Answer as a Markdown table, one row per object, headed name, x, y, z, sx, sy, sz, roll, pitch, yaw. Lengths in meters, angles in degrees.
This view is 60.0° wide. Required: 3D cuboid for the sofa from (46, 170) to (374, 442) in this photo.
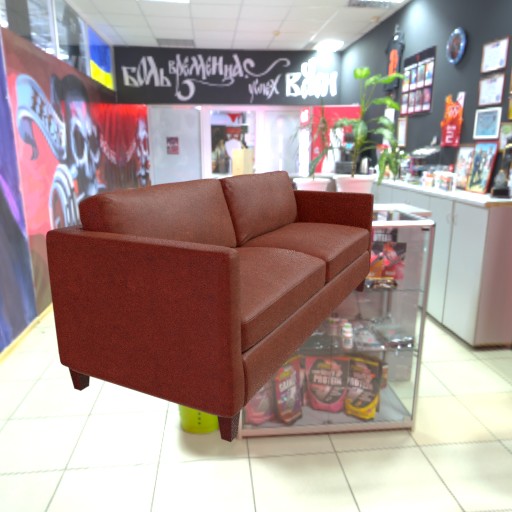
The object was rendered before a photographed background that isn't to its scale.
| name | x | y | z | sx | sy | sz | roll | pitch | yaw |
| --- | --- | --- | --- | --- | --- | --- | --- | --- | --- |
| sofa | 0.000 | 0.000 | 2.693 | 0.950 | 0.932 | 2.204 | 7 | 16 | 26 |
